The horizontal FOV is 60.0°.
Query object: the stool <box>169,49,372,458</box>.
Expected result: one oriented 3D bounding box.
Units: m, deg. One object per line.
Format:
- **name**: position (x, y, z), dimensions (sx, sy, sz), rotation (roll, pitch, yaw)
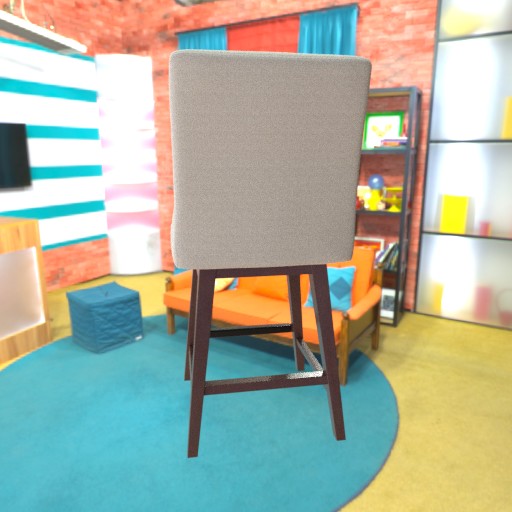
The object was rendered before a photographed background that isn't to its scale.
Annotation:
- **stool**: position (0.000, 0.000, 1.279), dimensions (0.483, 0.991, 0.559), rotation (-2, 13, -10)
